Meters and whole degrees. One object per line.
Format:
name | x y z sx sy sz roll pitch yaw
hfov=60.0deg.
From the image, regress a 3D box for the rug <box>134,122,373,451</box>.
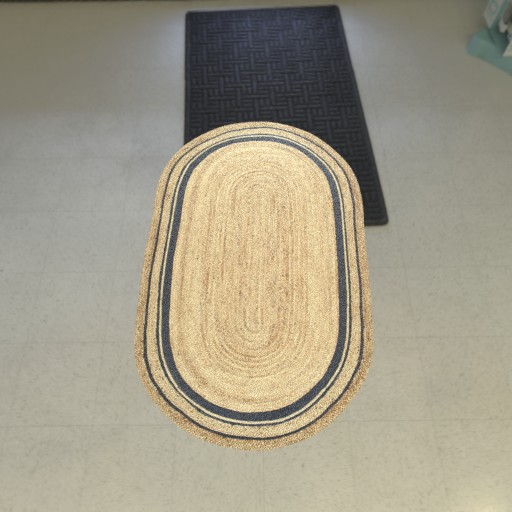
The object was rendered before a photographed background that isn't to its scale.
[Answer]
rug | 0.000 0.000 3.019 1.520 0.006 2.432 2 63 1
